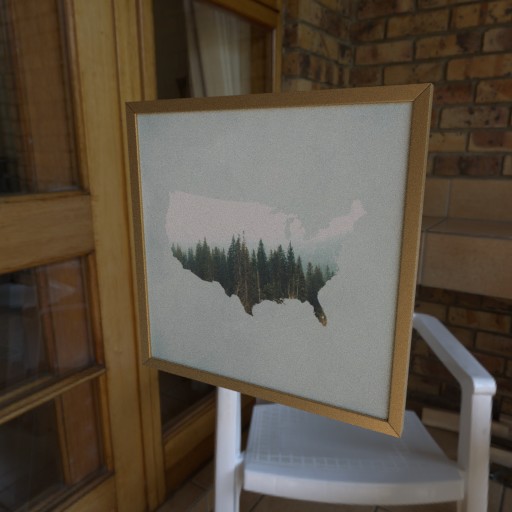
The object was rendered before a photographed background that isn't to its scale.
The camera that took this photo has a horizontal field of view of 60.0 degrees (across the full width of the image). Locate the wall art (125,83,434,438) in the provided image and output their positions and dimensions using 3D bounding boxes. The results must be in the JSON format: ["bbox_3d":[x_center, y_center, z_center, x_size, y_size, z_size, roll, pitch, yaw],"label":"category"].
[{"bbox_3d":[0.000,0.000,1.109,0.762,0.762,0.038,7,15,27],"label":"wall art"}]
